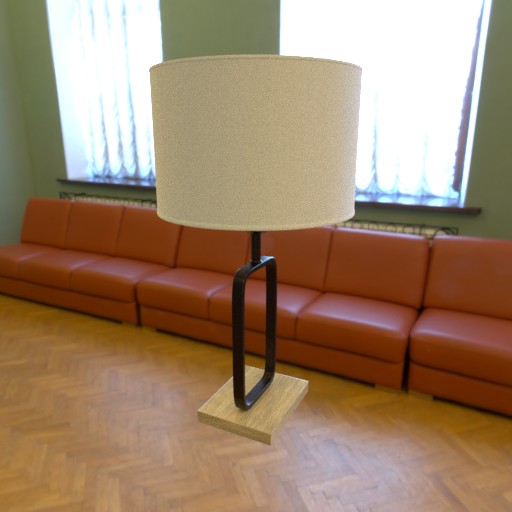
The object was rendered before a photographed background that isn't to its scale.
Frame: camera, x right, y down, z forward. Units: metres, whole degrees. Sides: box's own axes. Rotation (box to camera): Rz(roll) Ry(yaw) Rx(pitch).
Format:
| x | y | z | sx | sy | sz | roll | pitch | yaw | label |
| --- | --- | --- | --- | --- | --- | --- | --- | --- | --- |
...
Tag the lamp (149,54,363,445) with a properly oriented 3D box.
| x | y | z | sx | sy | sz | roll | pitch | yaw | label |
| --- | --- | --- | --- | --- | --- | --- | --- | --- | --- |
| 0.000 | 0.000 | 0.659 | 0.279 | 0.508 | 0.279 | 8 | 17 | 25 | lamp |
